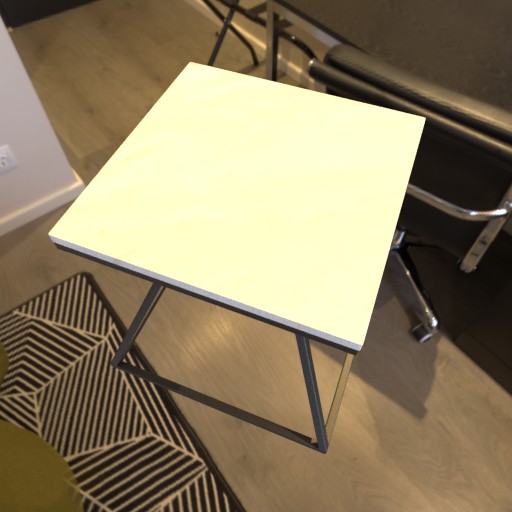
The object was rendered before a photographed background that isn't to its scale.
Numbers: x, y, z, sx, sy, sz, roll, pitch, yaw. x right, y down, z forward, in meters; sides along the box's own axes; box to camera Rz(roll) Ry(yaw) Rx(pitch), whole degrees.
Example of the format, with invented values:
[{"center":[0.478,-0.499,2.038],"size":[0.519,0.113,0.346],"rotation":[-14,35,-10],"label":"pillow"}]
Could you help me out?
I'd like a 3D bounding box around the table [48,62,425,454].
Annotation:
[{"center":[0.000,0.000,0.802],"size":[0.455,0.431,0.455],"rotation":[18,58,12],"label":"table"}]
